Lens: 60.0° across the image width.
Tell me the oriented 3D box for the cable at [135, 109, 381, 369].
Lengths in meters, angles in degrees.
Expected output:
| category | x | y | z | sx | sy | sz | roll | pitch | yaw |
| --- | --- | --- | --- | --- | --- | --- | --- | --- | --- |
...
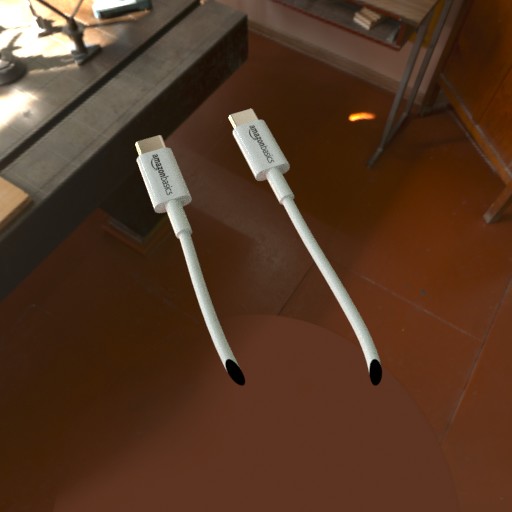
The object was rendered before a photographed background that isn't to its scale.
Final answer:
| category | x | y | z | sx | sy | sz | roll | pitch | yaw |
| --- | --- | --- | --- | --- | --- | --- | --- | --- | --- |
| cable | 0.000 | 0.000 | 0.115 | 0.041 | 0.005 | 0.098 | -20 | 63 | -11 |
